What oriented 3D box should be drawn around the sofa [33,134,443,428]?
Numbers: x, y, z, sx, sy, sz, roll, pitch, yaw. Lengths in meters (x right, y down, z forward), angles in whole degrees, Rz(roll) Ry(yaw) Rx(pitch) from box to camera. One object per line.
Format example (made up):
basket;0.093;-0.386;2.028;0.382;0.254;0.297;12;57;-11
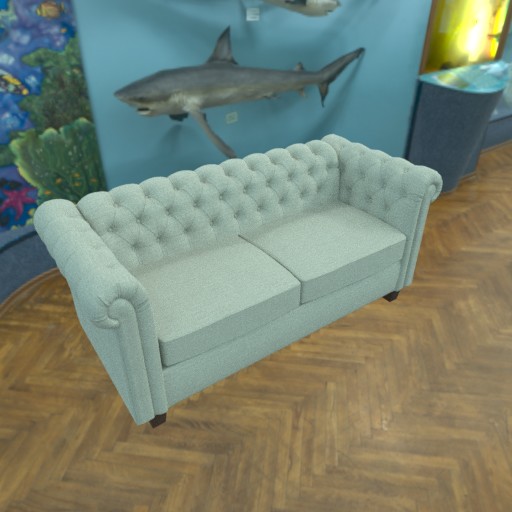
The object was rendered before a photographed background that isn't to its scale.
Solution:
sofa;0.000;0.000;2.231;1.798;0.797;0.783;-21;38;-29
